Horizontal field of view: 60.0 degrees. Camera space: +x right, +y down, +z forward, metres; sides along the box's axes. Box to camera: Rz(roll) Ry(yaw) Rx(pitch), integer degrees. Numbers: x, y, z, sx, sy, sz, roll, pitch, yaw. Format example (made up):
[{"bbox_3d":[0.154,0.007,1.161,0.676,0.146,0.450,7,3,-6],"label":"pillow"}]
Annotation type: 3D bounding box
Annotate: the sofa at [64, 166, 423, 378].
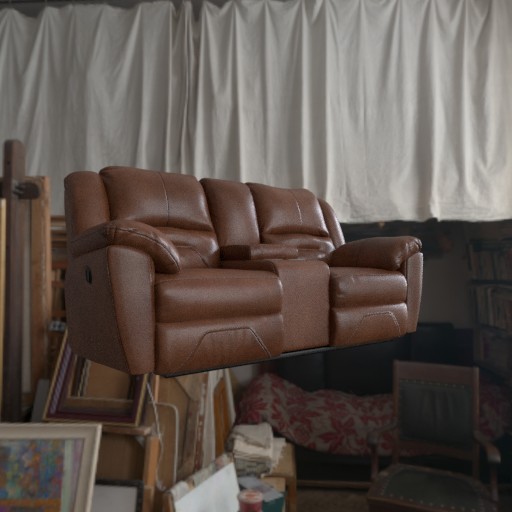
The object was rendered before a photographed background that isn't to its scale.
[{"bbox_3d":[0.000,0.000,2.628,2.058,1.043,0.991,1,-1,-36],"label":"sofa"}]
